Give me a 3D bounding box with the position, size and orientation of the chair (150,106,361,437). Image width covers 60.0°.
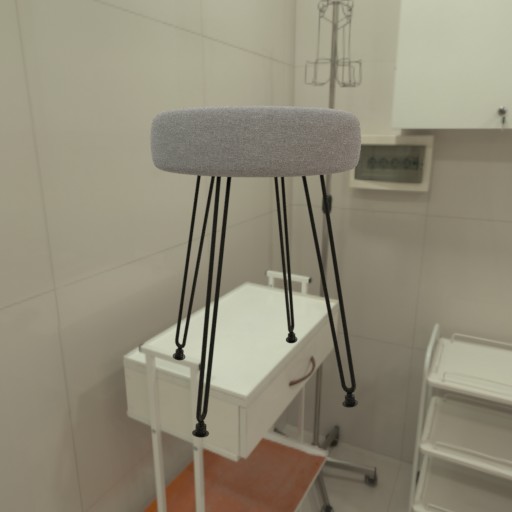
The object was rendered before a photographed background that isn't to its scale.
[{"bbox_3d":[0.000,0.000,0.699,0.350,0.440,0.350,8,17,26],"label":"chair"}]
